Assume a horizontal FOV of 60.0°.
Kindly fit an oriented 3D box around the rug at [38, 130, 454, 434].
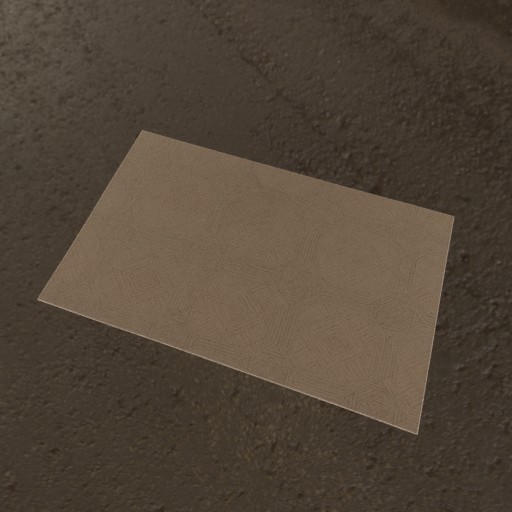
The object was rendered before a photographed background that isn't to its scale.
[{"bbox_3d":[0.000,0.000,2.987,2.440,0.008,1.524,17,64,9],"label":"rug"}]
